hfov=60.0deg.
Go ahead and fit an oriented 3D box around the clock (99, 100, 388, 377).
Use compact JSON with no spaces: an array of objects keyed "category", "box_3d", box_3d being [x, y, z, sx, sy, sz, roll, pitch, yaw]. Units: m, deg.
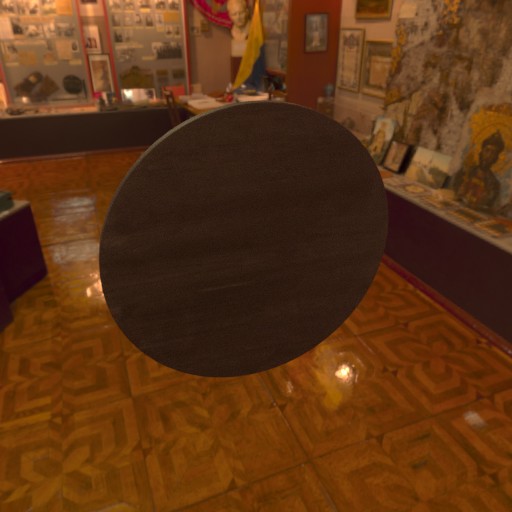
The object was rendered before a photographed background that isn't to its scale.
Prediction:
[{"category":"clock","box_3d":[0.000,0.000,0.891,0.595,0.595,0.029,-9,29,-17]}]
